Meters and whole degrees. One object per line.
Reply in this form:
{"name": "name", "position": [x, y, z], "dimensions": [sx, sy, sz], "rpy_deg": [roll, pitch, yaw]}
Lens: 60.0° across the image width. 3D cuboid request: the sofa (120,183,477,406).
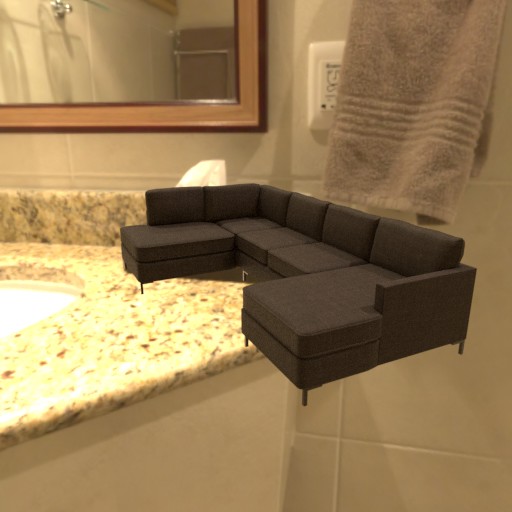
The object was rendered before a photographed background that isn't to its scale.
{"name": "sofa", "position": [0.000, 0.000, 4.387], "dimensions": [2.048, 0.999, 3.423], "rpy_deg": [-8, 19, -25]}
